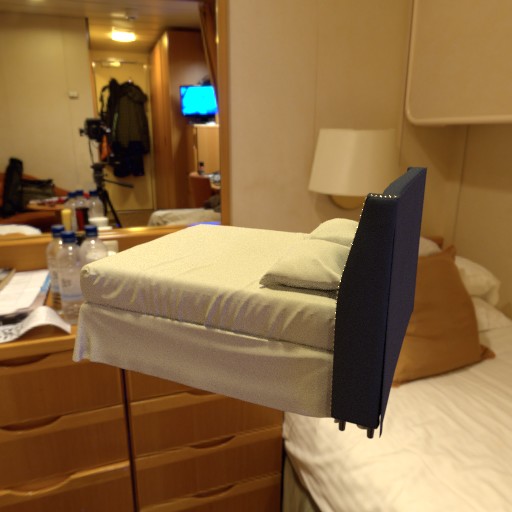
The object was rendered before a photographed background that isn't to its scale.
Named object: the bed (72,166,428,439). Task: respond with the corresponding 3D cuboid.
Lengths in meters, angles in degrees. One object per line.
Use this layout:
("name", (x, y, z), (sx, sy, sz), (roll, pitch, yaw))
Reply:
("bed", (0.000, 0.000, 3.435), (2.276, 1.332, 1.925), (7, 17, 23))
